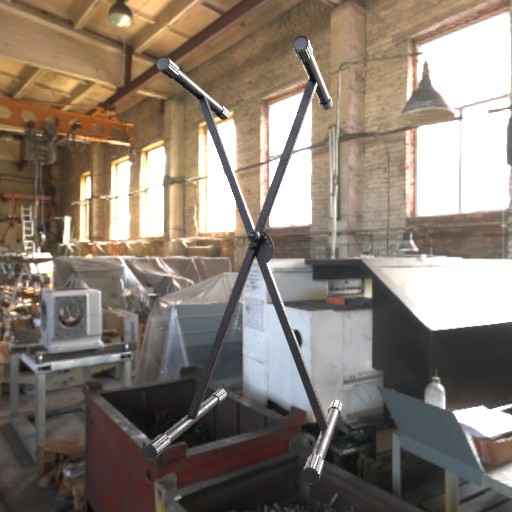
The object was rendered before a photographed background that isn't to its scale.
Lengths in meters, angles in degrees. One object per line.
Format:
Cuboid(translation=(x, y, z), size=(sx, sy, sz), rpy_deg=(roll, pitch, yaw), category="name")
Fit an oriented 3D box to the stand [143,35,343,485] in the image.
Cuboid(translation=(0.000, 0.000, 1.180), size=(0.409, 0.940, 0.449), rpy_deg=(0, 0, 17), category="stand")
